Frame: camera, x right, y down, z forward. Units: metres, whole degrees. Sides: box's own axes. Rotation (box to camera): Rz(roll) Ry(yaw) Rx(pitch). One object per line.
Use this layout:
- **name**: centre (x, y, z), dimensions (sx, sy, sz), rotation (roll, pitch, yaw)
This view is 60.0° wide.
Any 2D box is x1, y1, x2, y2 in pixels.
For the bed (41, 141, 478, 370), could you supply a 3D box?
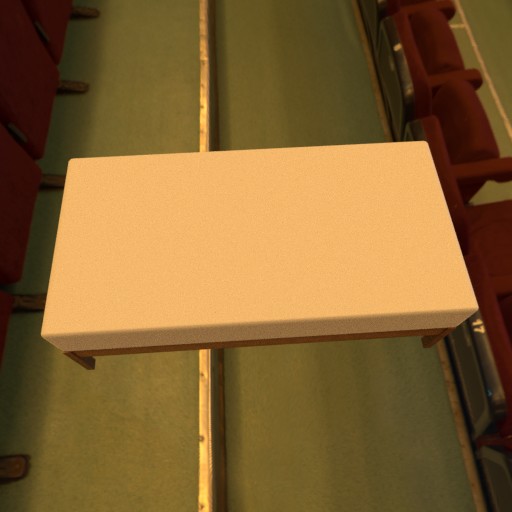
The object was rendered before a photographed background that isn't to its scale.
- **bed**: centre (0.000, 0.000, 2.384), dimensions (1.902, 0.616, 0.961), rotation (-3, 63, -2)
